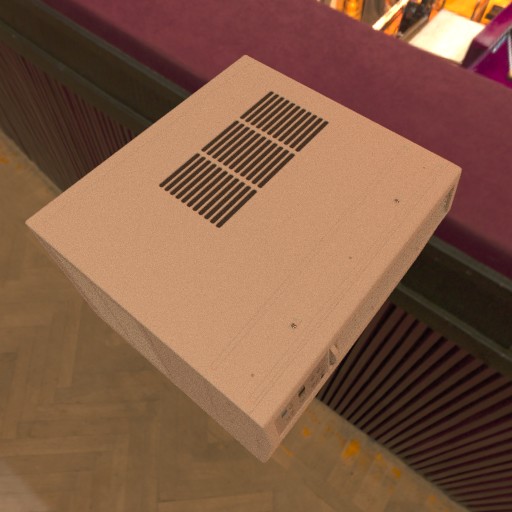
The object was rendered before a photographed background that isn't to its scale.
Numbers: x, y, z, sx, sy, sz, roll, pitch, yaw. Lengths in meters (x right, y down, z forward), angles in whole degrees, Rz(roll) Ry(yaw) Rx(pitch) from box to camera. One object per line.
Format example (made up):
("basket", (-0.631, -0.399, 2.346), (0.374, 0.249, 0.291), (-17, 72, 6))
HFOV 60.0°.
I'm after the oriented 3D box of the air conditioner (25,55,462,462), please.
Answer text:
("air conditioner", (0.000, 0.000, 1.053), (0.599, 0.455, 0.645), (35, 66, 19))
